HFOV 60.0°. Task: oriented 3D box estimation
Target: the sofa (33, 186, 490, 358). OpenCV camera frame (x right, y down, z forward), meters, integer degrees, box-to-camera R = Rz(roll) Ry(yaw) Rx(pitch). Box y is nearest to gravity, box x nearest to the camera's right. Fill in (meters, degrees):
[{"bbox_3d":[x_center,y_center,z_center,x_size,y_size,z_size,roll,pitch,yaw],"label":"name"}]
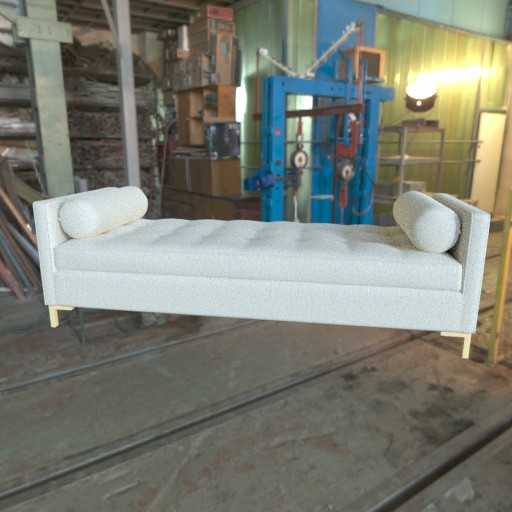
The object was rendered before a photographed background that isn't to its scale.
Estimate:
[{"bbox_3d":[0.000,0.000,2.291,1.985,0.641,0.746,2,15,10],"label":"sofa"}]
